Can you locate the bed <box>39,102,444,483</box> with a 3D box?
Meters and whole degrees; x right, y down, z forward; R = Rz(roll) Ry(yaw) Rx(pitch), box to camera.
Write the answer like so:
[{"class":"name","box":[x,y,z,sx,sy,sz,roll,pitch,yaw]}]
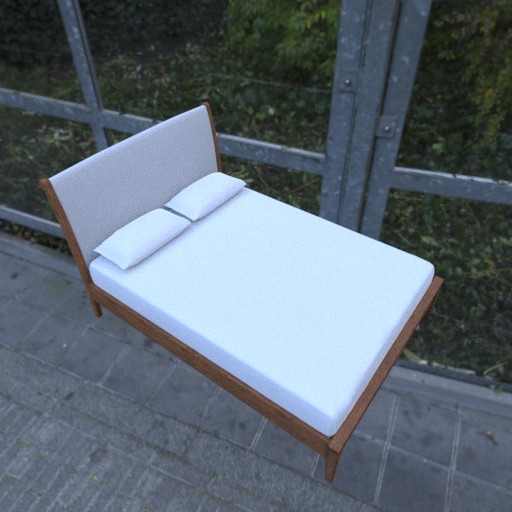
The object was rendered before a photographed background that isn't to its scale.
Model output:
[{"class":"bed","box":[0.000,0.000,2.932,2.108,1.135,1.502,26,47,27]}]
